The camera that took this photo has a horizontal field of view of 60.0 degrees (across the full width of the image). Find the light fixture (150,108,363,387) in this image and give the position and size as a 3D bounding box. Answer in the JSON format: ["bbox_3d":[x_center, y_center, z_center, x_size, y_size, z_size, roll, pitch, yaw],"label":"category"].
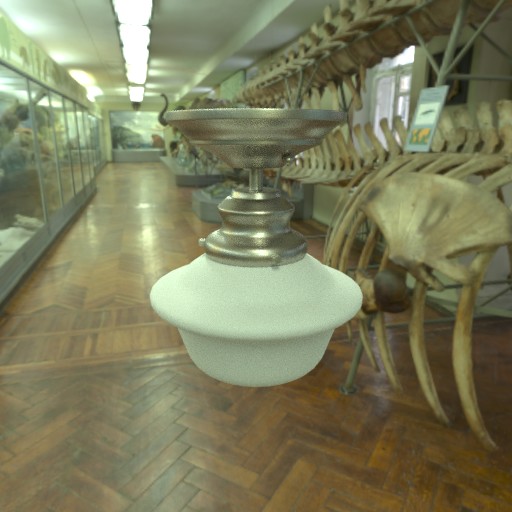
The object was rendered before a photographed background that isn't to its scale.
[{"bbox_3d":[0.000,0.000,0.413,0.199,0.254,0.199,0,15,0],"label":"light fixture"}]
